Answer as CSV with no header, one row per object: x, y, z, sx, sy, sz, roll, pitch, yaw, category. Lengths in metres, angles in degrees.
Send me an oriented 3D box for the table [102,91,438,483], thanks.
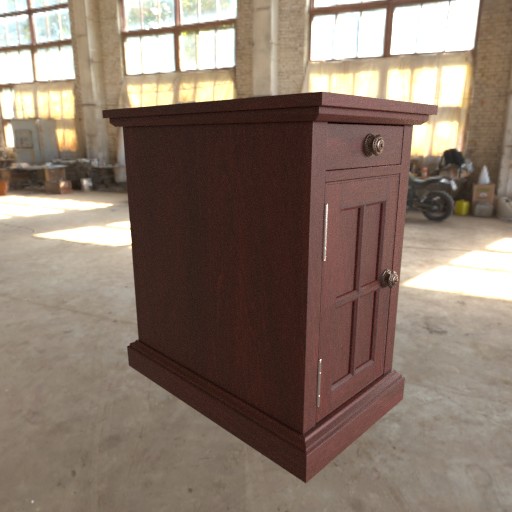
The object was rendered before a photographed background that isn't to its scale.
0.000,0.000,0.964,0.584,0.612,0.356,14,21,42,table
